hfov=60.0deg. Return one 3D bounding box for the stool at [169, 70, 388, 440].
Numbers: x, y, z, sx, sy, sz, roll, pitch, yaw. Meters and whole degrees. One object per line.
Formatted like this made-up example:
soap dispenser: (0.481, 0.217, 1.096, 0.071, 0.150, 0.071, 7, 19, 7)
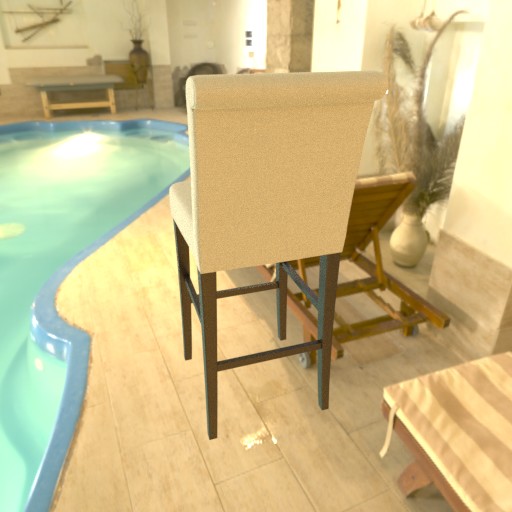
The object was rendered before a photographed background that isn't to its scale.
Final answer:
stool: (0.000, 0.000, 1.421, 0.452, 1.124, 0.597, -8, 28, -16)
